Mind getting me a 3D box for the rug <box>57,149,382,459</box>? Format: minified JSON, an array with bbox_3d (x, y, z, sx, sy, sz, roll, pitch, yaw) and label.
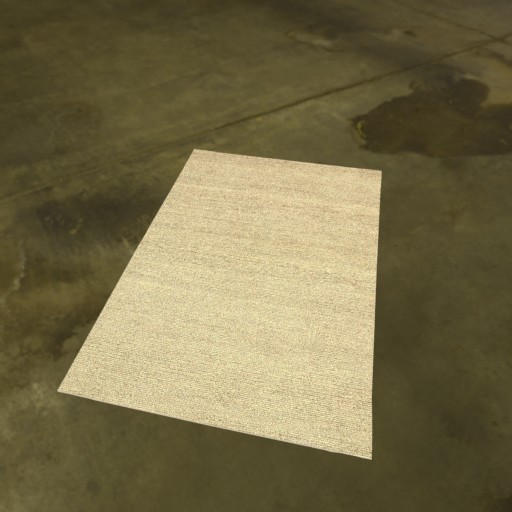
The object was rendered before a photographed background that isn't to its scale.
[{"bbox_3d":[0.000,0.000,2.963,1.609,0.030,2.342,9,47,9],"label":"rug"}]
